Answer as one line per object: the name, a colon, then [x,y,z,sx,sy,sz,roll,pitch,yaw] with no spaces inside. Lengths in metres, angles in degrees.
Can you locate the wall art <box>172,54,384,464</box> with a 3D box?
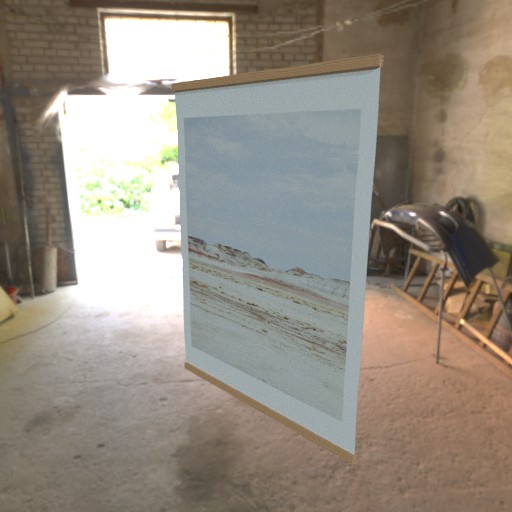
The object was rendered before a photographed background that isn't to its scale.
wall art: [0.000,0.000,1.315,0.739,1.016,0.020,14,20,42]
